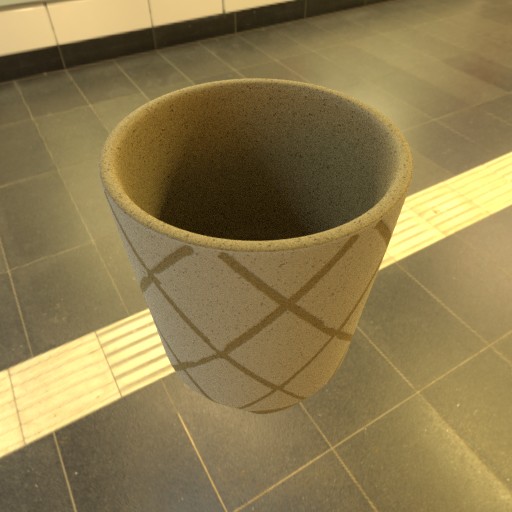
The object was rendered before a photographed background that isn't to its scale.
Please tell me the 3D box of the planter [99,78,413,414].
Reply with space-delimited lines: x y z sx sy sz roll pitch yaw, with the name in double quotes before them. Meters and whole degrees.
"planter" 0.000 0.000 0.346 0.191 0.199 0.191 0 45 0
